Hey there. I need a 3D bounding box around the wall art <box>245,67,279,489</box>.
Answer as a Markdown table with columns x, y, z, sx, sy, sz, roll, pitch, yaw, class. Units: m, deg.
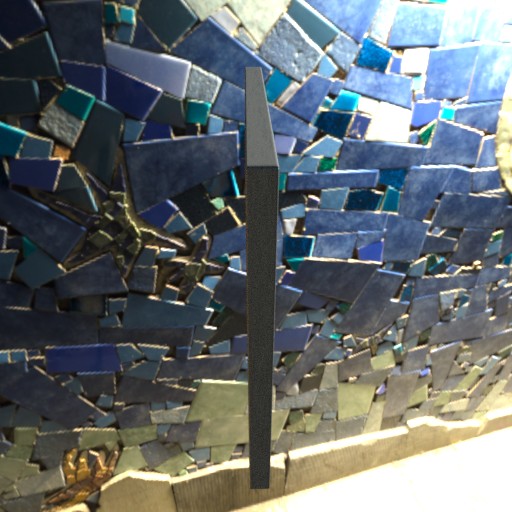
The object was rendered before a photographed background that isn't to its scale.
| x | y | z | sx | sy | sz | roll | pitch | yaw | class |
| --- | --- | --- | --- | --- | --- | --- | --- | --- | --- |
| 0.000 | 0.000 | 1.884 | 0.078 | 1.288 | 1.287 | -1 | 32 | -1 | wall art |
